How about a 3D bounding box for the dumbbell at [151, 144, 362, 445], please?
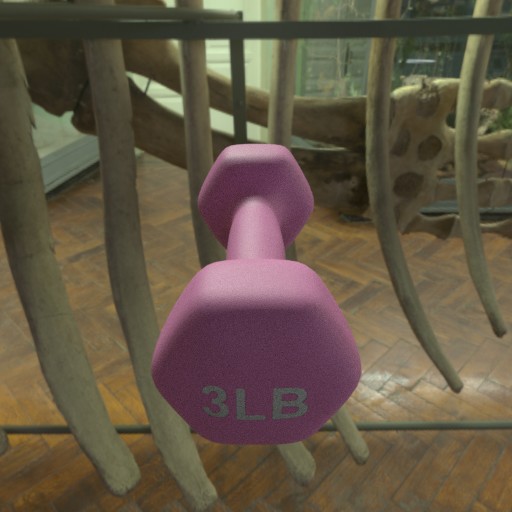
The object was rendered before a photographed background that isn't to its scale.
[{"bbox_3d":[0.000,0.000,0.190,0.064,0.058,0.159,0,30,0],"label":"dumbbell"}]
